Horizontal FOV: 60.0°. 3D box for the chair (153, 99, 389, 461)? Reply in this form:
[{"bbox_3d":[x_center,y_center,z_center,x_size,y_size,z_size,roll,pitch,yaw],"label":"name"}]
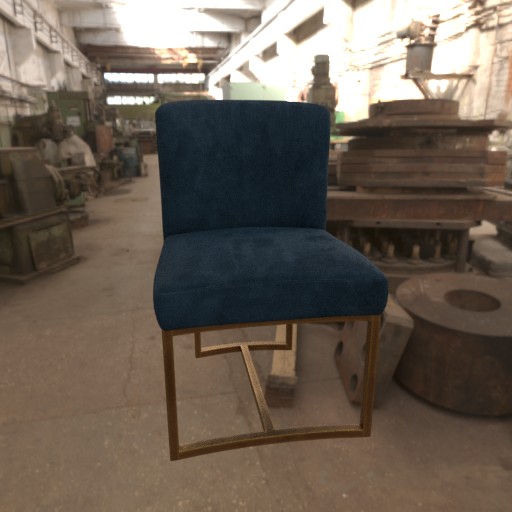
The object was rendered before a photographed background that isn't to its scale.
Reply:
[{"bbox_3d":[0.000,0.000,1.200,0.530,0.824,0.560,-3,17,-9],"label":"chair"}]
